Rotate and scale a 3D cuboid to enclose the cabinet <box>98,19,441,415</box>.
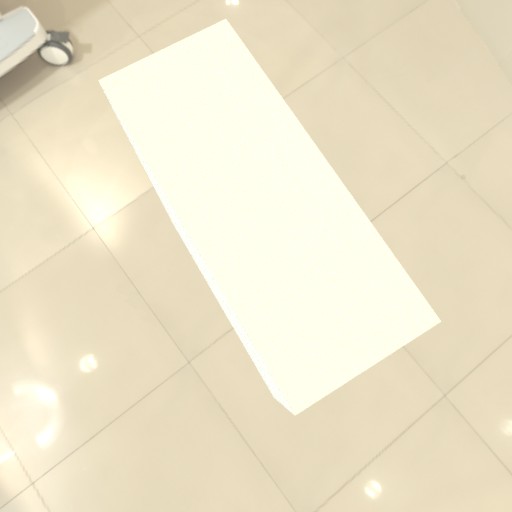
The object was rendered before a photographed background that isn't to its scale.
[{"bbox_3d":[0.000,0.000,1.685,0.400,1.190,1.000,-30,76,-8],"label":"cabinet"}]
